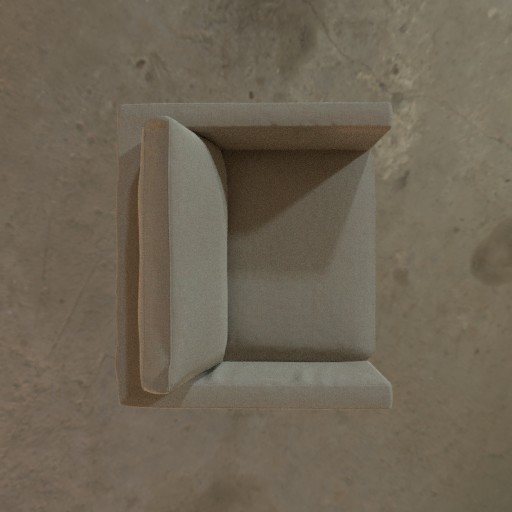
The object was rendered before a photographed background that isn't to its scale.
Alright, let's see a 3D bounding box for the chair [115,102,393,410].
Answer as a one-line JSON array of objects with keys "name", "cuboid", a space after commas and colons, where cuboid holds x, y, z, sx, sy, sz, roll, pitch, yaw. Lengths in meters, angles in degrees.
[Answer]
[{"name": "chair", "cuboid": [0.000, 0.000, 1.740, 0.949, 0.863, 1.057, 0, 90, 1]}]
